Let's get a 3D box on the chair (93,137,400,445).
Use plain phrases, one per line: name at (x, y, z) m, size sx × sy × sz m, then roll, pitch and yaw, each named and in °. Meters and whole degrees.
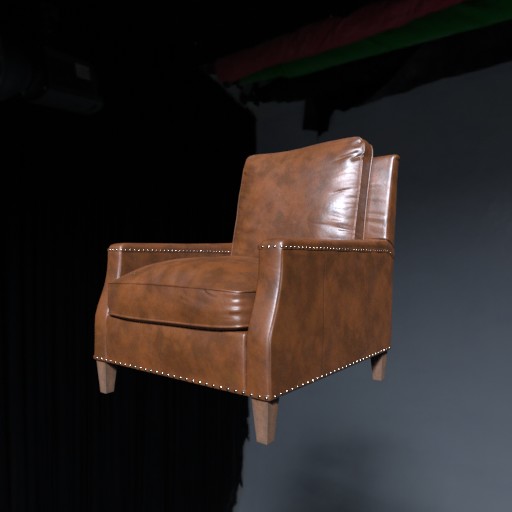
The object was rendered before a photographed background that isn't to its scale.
chair at (0.000, 0.000, 1.842) m, size 0.854 × 1.054 × 1.035 m, roll 0°, pitch 0°, yaw 38°
